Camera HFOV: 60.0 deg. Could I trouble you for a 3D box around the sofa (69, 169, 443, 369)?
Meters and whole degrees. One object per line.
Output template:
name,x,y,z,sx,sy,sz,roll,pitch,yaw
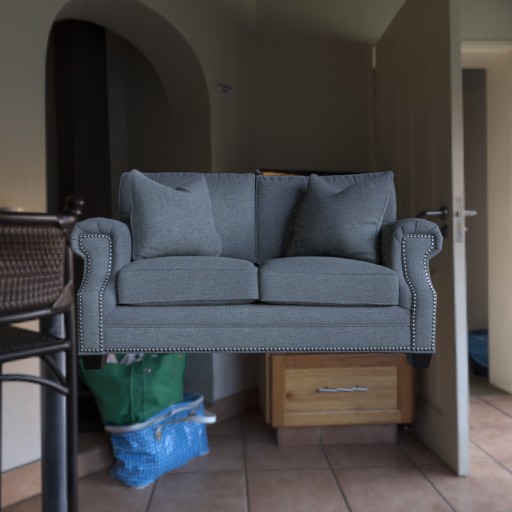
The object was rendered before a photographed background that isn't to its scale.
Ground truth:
sofa,0.000,0.000,2.348,1.701,0.966,0.966,0,0,-1
